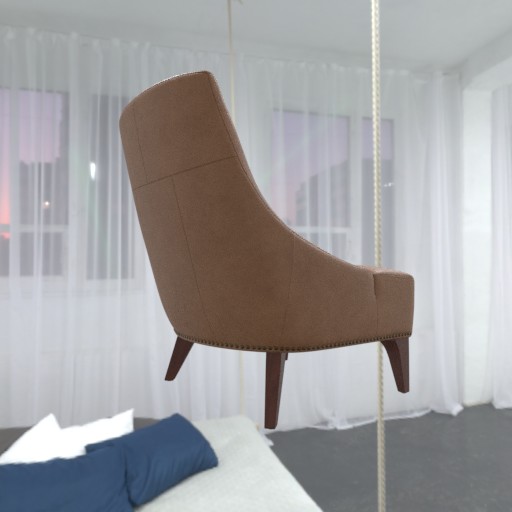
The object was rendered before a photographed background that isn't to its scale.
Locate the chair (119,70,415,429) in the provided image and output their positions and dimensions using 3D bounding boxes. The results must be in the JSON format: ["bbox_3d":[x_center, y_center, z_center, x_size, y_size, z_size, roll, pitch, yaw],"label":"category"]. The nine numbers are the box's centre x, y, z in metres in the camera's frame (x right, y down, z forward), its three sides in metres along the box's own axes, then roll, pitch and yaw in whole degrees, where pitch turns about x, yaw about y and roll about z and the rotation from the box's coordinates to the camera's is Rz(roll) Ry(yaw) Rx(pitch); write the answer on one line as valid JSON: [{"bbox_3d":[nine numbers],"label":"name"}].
[{"bbox_3d":[0.000,0.000,1.500,0.861,0.909,0.701,1,-2,-37],"label":"chair"}]
